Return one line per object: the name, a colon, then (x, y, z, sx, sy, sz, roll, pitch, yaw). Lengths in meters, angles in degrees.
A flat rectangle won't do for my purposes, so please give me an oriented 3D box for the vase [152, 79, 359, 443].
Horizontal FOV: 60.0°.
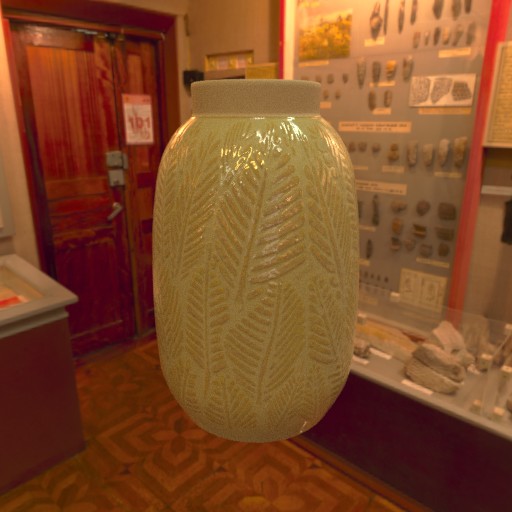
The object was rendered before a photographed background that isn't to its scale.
vase: (0.000, 0.000, 0.371, 0.172, 0.270, 0.172, 0, 18, 0)
